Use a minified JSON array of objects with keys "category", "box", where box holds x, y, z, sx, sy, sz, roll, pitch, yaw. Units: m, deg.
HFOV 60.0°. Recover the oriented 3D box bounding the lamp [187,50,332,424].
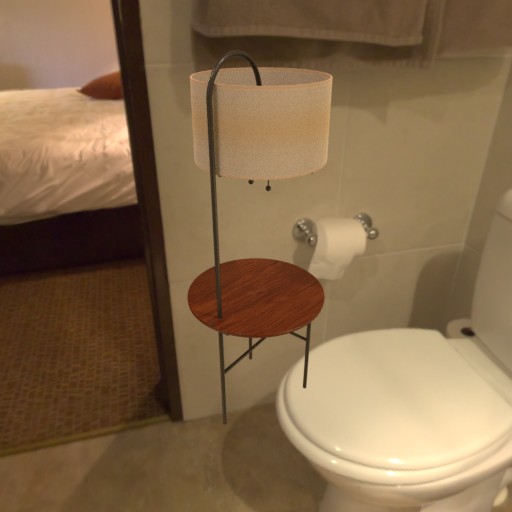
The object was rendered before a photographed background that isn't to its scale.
[{"category":"lamp","box":[0.000,0.000,1.783,0.573,1.517,0.573,0,29,0]}]
